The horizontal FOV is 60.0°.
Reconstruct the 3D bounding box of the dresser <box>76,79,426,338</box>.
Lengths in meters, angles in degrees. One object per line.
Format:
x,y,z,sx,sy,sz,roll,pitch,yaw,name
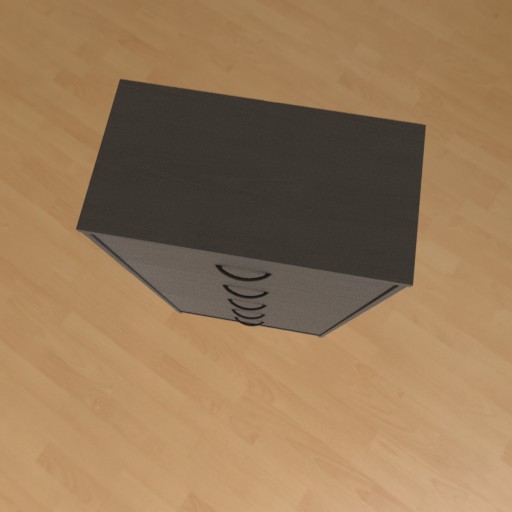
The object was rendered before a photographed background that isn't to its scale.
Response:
0.000,0.000,1.560,0.704,1.255,0.399,9,75,3,dresser
